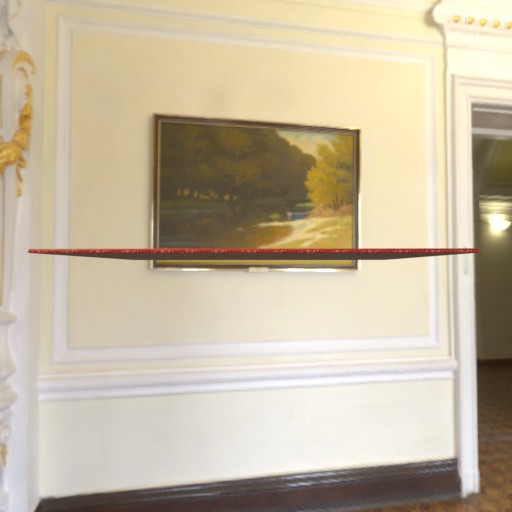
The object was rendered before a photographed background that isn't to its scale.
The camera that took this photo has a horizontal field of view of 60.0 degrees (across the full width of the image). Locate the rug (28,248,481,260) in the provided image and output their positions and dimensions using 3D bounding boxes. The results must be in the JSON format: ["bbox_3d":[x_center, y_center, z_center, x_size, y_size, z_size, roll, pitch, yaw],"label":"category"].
[{"bbox_3d":[0.000,0.000,3.962,2.905,0.028,2.340,0,-2,1],"label":"rug"}]
